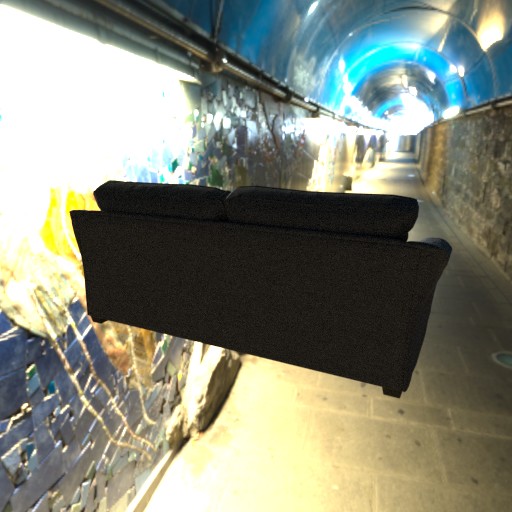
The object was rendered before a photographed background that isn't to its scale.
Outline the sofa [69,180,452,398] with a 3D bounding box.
[{"bbox_3d":[0.000,0.000,2.825,2.270,0.950,0.971,7,16,26],"label":"sofa"}]
